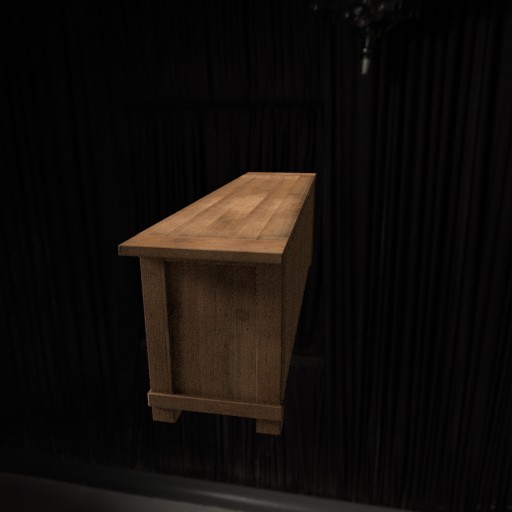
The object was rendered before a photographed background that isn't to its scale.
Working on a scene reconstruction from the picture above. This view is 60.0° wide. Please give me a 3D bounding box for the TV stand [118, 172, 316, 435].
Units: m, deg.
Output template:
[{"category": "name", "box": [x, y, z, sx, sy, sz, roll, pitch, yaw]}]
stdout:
[{"category": "TV stand", "box": [0.000, 0.000, 2.054, 0.453, 0.573, 1.804, 3, 17, 10]}]
